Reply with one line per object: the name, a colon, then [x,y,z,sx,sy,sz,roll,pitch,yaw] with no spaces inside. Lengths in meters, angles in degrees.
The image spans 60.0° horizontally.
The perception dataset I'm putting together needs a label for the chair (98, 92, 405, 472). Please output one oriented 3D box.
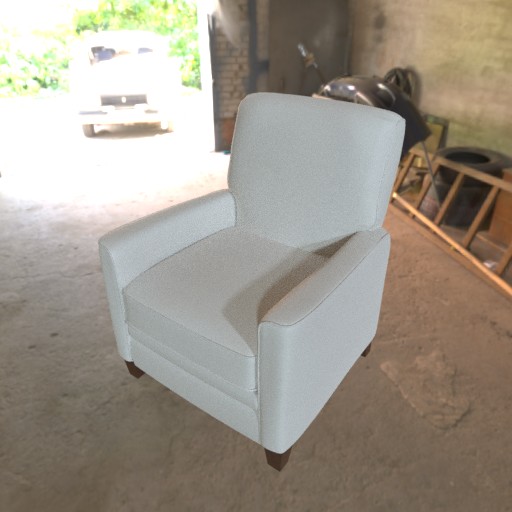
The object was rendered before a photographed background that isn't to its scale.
chair: [0.000,0.000,1.650,0.841,1.028,0.858,20,35,31]
